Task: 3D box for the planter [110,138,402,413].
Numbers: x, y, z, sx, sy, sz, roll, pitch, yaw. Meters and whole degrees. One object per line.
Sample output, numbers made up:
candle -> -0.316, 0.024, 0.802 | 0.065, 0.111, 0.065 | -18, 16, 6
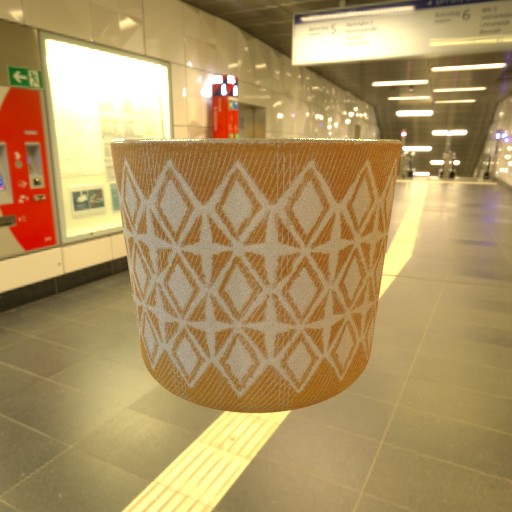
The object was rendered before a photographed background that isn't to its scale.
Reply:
planter -> 0.000, 0.000, 0.327 | 0.193, 0.165, 0.193 | 0, 14, 0
